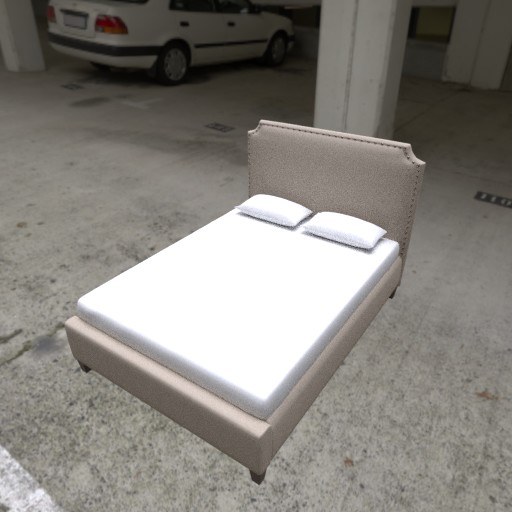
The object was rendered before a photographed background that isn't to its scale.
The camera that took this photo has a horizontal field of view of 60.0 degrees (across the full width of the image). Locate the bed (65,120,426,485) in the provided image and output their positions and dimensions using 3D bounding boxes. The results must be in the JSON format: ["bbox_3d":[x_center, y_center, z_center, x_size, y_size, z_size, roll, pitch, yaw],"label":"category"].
[{"bbox_3d":[0.000,0.000,3.425,1.713,1.443,2.372,19,35,29],"label":"bed"}]
